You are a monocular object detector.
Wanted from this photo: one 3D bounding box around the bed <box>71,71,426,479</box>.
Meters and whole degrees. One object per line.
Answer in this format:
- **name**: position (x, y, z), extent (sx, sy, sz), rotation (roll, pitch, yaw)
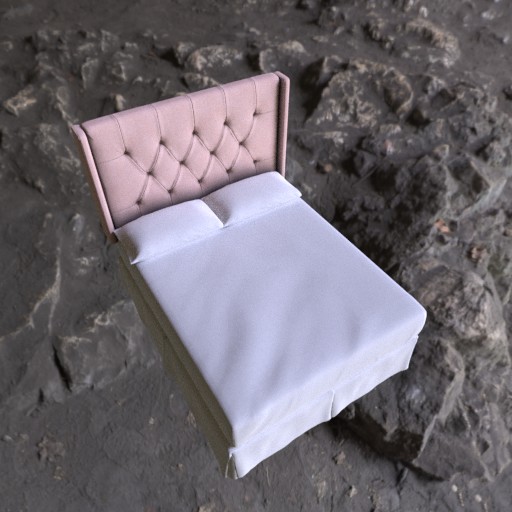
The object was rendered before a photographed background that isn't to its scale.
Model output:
- **bed**: position (0.000, 0.000, 3.262), extent (1.719, 1.665, 2.066), rotation (-24, 50, -22)
